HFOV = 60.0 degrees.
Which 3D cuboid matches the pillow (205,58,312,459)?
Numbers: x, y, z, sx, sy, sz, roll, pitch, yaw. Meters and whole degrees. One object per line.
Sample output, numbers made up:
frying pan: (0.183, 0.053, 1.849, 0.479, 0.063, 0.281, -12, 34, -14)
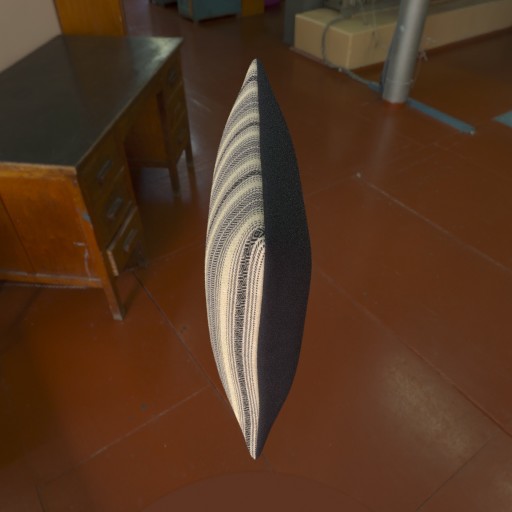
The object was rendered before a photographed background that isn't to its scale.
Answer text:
pillow: (0.000, 0.000, 0.789, 0.166, 0.508, 0.520, -1, 42, -1)
